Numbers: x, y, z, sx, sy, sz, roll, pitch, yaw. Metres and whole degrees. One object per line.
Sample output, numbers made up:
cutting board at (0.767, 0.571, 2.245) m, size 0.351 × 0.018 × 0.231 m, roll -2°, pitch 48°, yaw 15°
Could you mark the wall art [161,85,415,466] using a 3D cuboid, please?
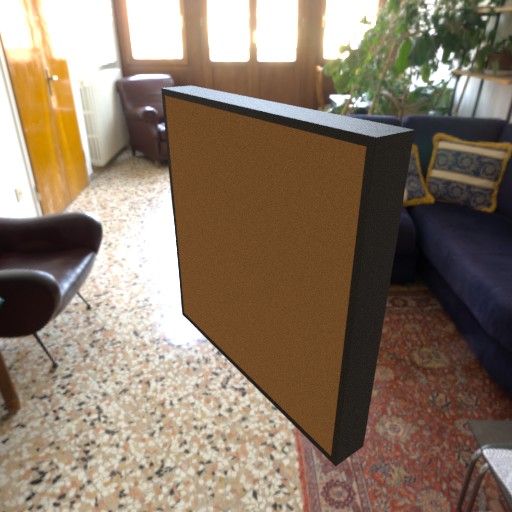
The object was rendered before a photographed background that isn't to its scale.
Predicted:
wall art at (0.000, 0.000, 0.462) m, size 0.038 × 0.304 × 0.304 m, roll -19°, pitch 33°, yaw -32°
